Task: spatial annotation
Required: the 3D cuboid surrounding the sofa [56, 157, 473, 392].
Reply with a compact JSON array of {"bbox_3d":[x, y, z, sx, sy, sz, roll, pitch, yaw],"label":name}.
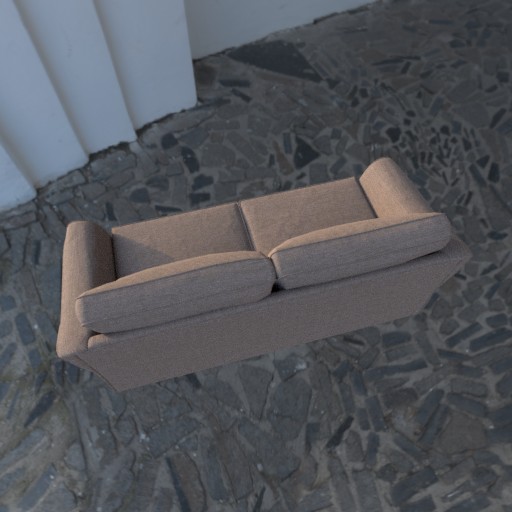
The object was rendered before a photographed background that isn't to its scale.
[{"bbox_3d":[0.000,0.000,2.770,2.270,0.965,0.980,-13,59,-8],"label":"sofa"}]
